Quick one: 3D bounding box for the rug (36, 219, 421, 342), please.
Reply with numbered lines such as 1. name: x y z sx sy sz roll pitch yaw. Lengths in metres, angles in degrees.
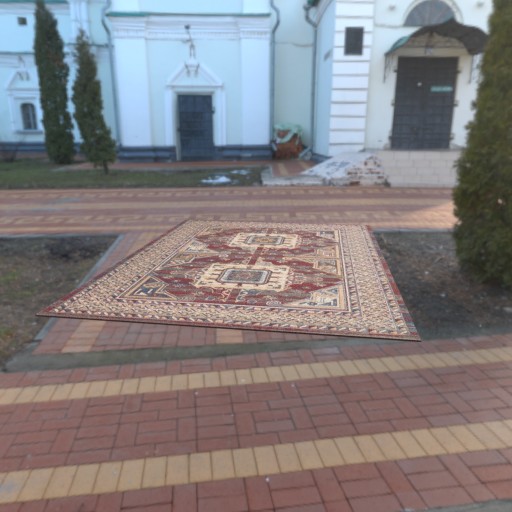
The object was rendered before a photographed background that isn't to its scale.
1. rug: 0.000 0.000 4.197 2.381 0.013 3.197 2 16 8
